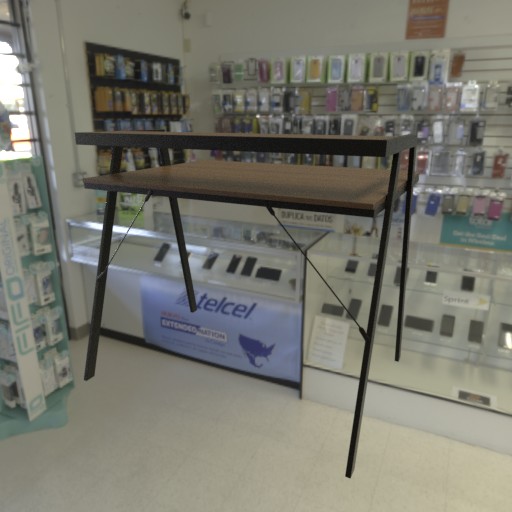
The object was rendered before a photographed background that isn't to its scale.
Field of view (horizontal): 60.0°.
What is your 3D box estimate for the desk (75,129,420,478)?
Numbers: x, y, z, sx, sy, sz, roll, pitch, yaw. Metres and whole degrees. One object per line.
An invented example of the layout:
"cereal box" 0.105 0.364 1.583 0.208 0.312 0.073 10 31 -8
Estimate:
"desk" 0.000 0.000 1.852 1.143 0.998 0.936 9 20 26
